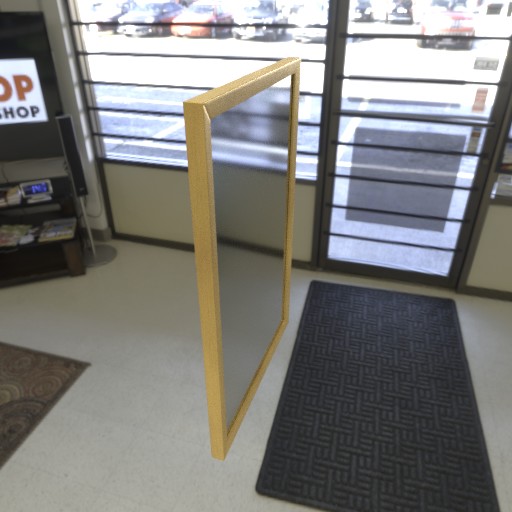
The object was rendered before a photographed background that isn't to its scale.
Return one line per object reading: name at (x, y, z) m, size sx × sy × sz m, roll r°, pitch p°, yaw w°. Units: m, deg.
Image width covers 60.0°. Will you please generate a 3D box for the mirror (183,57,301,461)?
mirror at (0.000, 0.000, 1.190) m, size 0.040 × 0.915 × 0.609 m, roll 10°, pitch 32°, yaw 17°
